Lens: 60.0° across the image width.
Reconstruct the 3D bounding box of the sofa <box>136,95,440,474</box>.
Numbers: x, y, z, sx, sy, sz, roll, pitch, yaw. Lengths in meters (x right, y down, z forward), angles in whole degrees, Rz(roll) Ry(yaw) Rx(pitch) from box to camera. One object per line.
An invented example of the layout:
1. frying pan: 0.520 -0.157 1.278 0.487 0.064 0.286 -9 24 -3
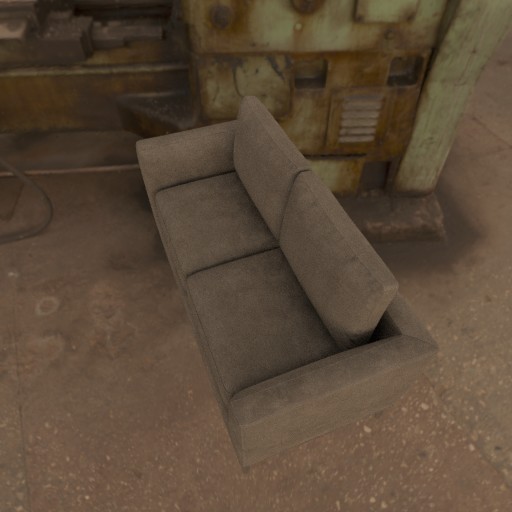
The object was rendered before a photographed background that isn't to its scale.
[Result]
1. sofa: 0.000 0.000 2.359 0.855 1.013 1.832 -16 51 -14
